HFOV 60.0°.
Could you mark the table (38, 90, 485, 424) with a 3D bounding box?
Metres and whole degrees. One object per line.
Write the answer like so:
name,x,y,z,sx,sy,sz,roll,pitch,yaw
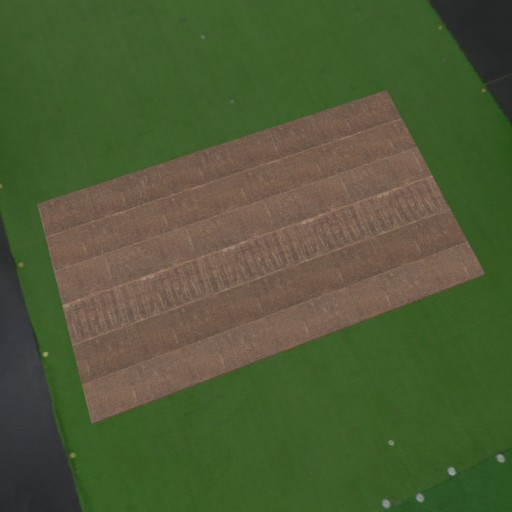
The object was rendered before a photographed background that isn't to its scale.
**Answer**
table,0.000,0.000,1.784,1.400,0.440,0.800,-20,74,-6
